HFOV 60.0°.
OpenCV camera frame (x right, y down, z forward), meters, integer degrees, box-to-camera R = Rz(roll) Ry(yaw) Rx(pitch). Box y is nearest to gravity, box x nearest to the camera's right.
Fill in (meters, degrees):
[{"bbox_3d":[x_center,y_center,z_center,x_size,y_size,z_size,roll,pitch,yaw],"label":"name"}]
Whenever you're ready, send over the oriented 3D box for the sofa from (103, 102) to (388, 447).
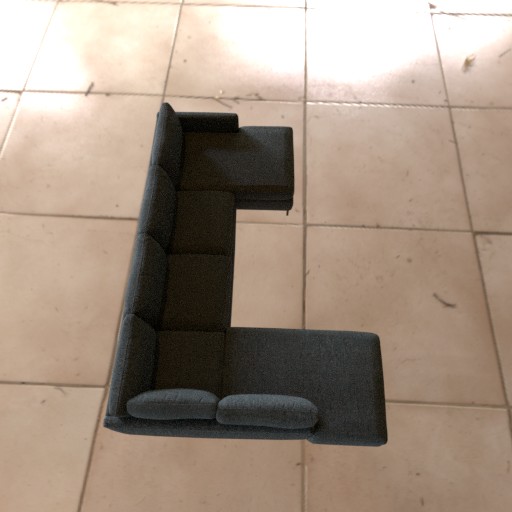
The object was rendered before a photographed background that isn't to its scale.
[{"bbox_3d":[0.000,0.000,3.555,1.879,0.753,2.737,2,64,1],"label":"sofa"}]
